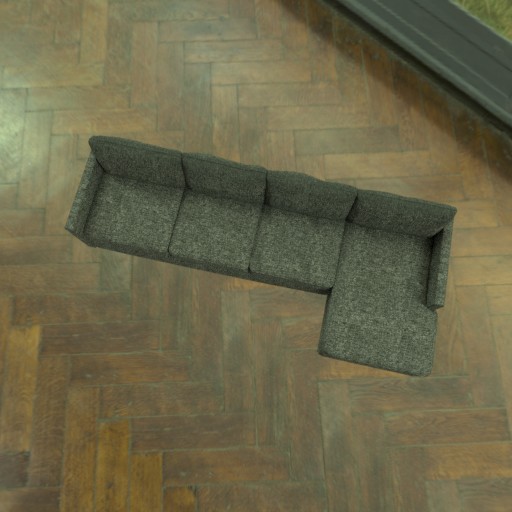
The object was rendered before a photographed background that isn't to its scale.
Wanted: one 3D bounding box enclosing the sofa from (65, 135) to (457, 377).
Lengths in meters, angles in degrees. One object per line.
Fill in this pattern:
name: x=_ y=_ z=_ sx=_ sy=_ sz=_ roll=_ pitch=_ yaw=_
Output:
sofa: x=0.000 y=0.000 z=4.083 sx=3.384 sy=0.970 sz=1.488 roll=12 pitch=76 yaw=3
